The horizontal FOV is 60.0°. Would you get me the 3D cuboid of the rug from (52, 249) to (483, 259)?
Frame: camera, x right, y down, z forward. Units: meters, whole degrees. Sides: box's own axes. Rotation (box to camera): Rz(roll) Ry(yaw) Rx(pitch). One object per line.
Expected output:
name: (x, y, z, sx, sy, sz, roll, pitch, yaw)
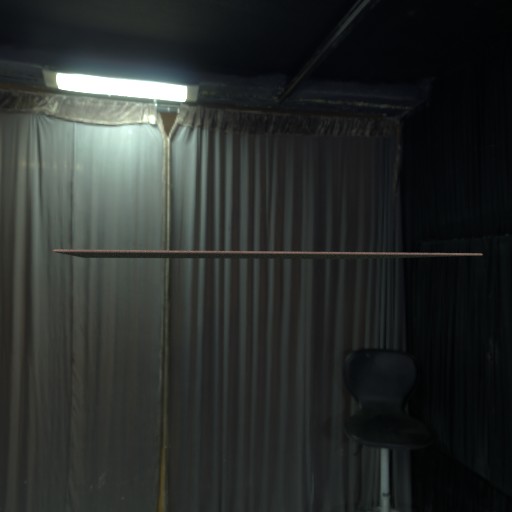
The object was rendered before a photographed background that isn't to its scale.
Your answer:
rug: (0.000, 0.000, 2.958, 2.286, 0.011, 1.524, 0, -1, -17)
